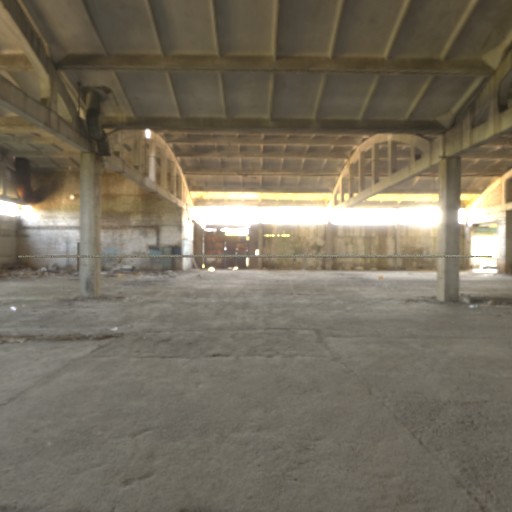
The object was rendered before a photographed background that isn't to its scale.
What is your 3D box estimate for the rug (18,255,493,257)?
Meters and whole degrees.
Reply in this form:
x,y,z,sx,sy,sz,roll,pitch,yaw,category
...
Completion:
x,y,z,sx,sy,sz,roll,pitch,yaw,category
0.000,0.000,2.647,2.435,0.009,0.750,0,0,-1,rug
